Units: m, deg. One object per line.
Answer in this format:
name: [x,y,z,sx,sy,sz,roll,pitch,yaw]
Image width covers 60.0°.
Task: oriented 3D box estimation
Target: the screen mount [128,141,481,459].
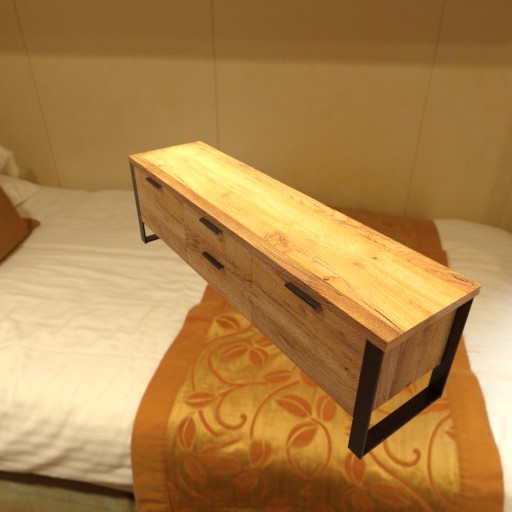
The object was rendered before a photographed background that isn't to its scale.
screen mount: [0.000,0.000,1.733,0.395,0.450,1.524,-21,38,-30]
